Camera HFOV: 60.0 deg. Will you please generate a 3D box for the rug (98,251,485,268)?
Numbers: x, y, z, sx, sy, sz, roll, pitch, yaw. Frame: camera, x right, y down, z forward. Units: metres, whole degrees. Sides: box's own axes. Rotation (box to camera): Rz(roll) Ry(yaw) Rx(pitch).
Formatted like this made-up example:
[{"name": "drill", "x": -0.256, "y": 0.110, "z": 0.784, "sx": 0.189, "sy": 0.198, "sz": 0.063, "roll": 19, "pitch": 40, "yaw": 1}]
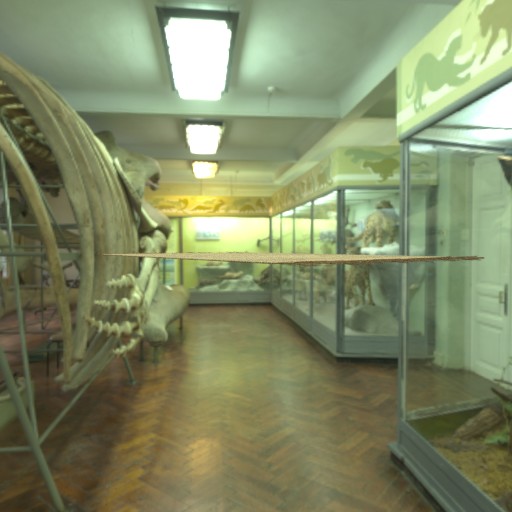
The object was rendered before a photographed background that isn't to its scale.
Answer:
[{"name": "rug", "x": 0.000, "y": 0.000, "z": 2.606, "sx": 1.224, "sy": 0.027, "sz": 2.085, "roll": -1, "pitch": 2, "yaw": -37}]
